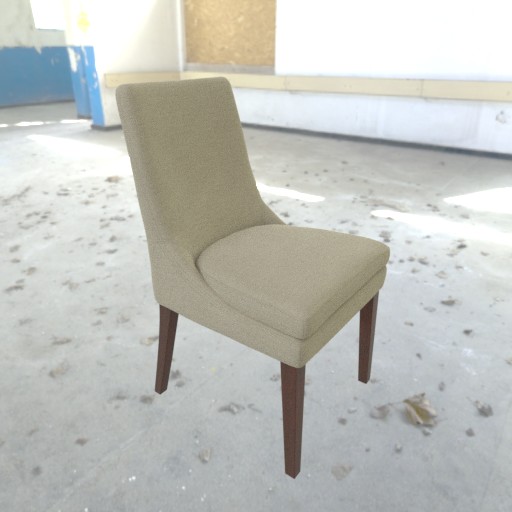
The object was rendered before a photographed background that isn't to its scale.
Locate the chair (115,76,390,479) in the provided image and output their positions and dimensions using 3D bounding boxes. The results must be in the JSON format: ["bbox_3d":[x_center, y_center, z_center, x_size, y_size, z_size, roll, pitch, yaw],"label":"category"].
[{"bbox_3d":[0.000,0.000,1.297,0.638,0.940,0.515,18,31,33],"label":"chair"}]
